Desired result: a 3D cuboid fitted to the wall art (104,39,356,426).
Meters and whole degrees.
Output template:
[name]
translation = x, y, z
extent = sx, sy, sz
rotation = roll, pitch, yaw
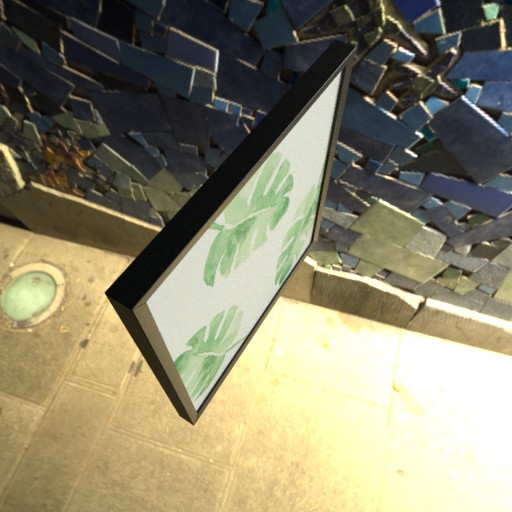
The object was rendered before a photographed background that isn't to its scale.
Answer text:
[wall art]
translation = 0.000, 0.000, 0.759
extent = 0.036, 0.508, 0.508
rotation = 28, 61, 17
